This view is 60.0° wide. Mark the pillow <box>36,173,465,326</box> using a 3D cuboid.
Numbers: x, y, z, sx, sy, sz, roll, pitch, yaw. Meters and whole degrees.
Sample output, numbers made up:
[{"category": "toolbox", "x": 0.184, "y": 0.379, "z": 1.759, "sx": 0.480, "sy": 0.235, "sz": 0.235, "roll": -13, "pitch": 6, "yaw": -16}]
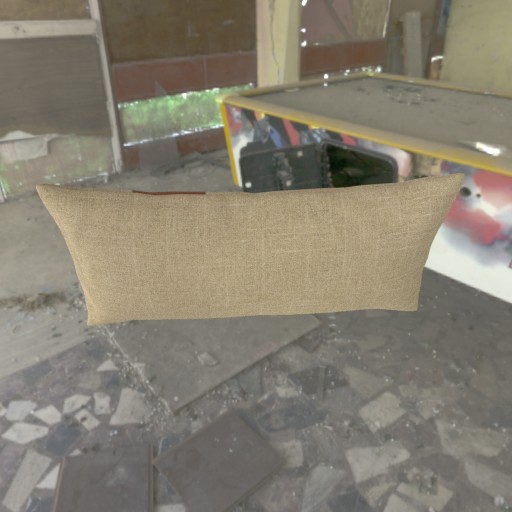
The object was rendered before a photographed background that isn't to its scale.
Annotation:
[{"category": "pillow", "x": 0.000, "y": 0.000, "z": 0.722, "sx": 0.612, "sy": 0.282, "sz": 0.155, "roll": -2, "pitch": 30, "yaw": -4}]
